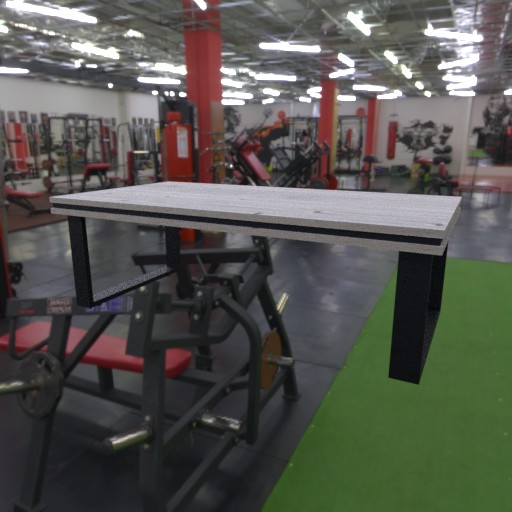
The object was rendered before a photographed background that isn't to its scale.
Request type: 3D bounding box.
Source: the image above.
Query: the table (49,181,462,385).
[{"bbox_3d":[0.000,0.000,1.691,1.350,0.450,0.700,7,16,26],"label":"table"}]
